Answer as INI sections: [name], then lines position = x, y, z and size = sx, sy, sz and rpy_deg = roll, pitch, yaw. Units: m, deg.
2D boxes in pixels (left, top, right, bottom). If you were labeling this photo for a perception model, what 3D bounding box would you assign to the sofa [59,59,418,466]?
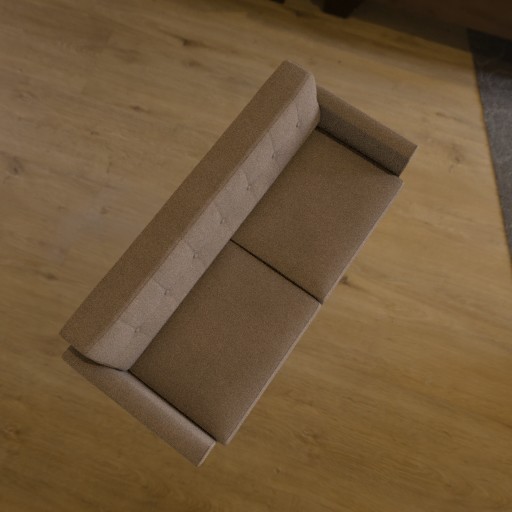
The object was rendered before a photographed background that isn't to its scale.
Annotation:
[sofa]
position = 0.000, 0.000, 2.459
size = 0.909, 0.841, 2.029
rpy_deg = 35, 77, 9
